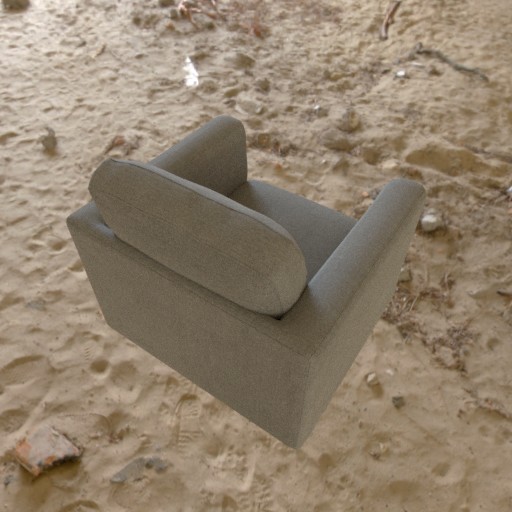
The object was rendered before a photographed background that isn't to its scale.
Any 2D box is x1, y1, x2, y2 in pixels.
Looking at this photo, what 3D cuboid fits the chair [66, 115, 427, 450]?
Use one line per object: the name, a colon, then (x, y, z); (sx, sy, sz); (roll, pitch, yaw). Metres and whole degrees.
chair: (0.000, 0.000, 1.534); (0.855, 0.927, 0.800); (26, 52, 23)
